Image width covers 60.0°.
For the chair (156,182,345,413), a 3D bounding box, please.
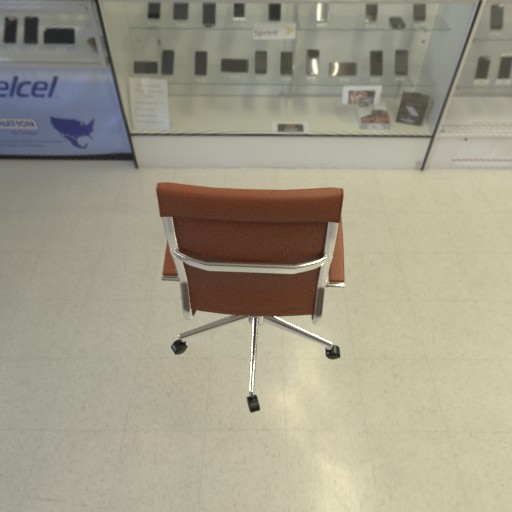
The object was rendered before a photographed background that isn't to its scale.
[{"bbox_3d":[0.000,0.000,1.656,0.766,1.149,0.739,2,48,2],"label":"chair"}]
